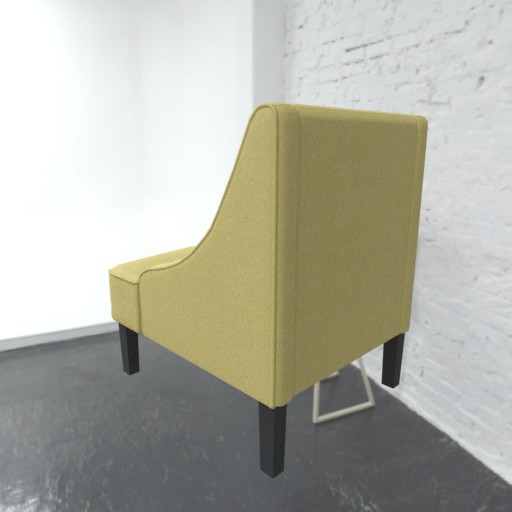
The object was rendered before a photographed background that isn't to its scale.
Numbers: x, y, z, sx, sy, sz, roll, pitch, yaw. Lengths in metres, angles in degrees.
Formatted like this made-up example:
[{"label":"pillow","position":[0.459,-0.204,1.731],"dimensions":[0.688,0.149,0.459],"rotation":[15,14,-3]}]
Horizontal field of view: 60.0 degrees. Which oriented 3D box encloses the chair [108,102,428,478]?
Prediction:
[{"label":"chair","position":[0.000,0.000,1.483],"dimensions":[0.696,0.896,0.814],"rotation":[-14,20,-43]}]
